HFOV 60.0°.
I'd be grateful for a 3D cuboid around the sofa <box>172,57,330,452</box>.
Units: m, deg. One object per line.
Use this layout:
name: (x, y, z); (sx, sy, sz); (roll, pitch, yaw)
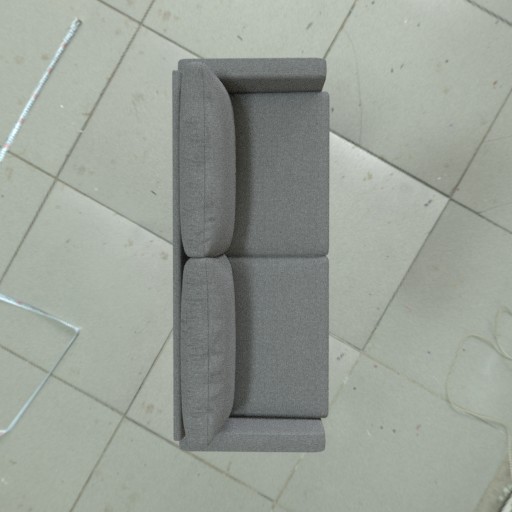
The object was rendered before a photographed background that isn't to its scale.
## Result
sofa: (0.000, 0.000, 2.652); (0.880, 0.880, 2.200); (0, 91, 1)
